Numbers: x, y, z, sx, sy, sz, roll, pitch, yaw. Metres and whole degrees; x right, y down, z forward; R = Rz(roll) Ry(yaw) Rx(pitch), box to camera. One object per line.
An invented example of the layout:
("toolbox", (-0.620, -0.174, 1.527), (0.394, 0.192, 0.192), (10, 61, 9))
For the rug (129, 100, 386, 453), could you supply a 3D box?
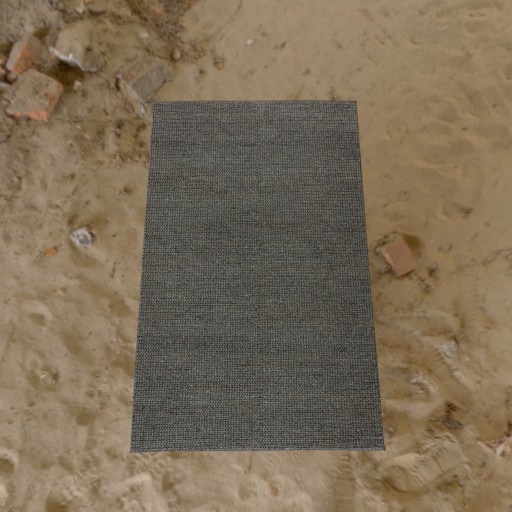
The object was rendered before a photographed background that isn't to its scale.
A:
("rug", (0.000, 0.000, 2.995), (1.538, 0.021, 2.443), (0, 74, 0))
